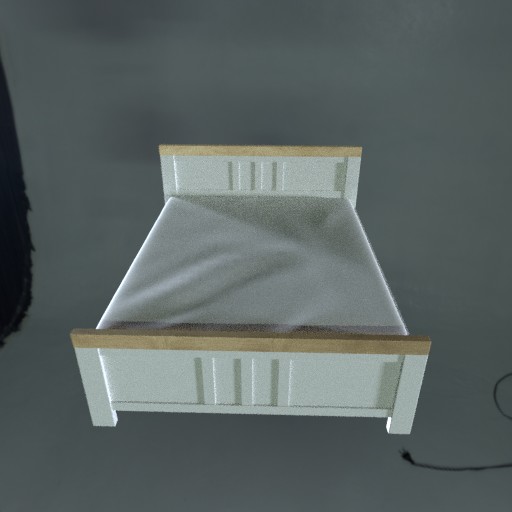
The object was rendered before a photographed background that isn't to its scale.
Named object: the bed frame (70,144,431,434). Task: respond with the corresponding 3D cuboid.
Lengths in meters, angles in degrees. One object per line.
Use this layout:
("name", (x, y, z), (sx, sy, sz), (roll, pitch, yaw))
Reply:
("bed frame", (0.000, 0.000, 3.001), (1.670, 0.980, 2.050), (1, 28, 2))
